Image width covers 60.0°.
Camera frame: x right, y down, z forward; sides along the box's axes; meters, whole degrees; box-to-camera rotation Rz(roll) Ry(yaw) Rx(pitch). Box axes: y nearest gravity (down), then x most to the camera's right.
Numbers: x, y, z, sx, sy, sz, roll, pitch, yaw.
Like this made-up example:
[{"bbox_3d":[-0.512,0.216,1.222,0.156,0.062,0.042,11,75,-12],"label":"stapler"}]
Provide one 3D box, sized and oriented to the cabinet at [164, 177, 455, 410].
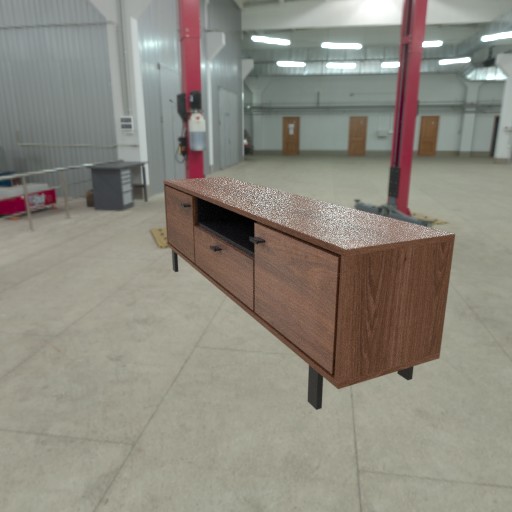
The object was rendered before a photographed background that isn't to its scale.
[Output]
[{"bbox_3d":[0.000,0.000,1.906,0.400,0.500,1.650,-8,18,-25],"label":"cabinet"}]
